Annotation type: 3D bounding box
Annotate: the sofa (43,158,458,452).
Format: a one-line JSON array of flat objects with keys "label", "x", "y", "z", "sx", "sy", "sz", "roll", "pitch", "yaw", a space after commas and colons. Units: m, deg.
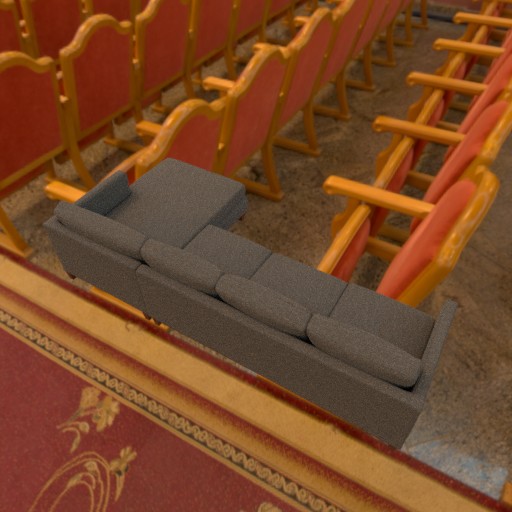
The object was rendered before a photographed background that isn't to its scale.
[{"label": "sofa", "x": 0.000, "y": 0.000, "z": 3.765, "sx": 3.186, "sy": 0.846, "sz": 1.625, "roll": 23, "pitch": 50, "yaw": 21}]
